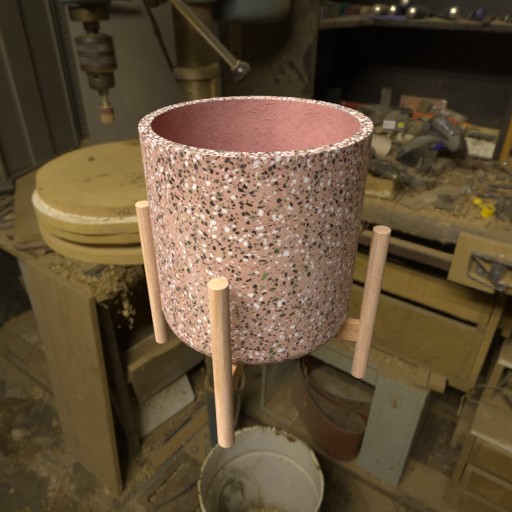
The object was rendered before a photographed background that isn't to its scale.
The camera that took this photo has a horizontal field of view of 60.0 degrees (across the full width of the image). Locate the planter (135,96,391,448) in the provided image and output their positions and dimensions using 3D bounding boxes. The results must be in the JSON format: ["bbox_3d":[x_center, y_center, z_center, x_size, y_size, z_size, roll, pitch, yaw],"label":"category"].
[{"bbox_3d":[0.000,0.000,0.692,0.360,0.419,0.360,21,37,30],"label":"planter"}]
